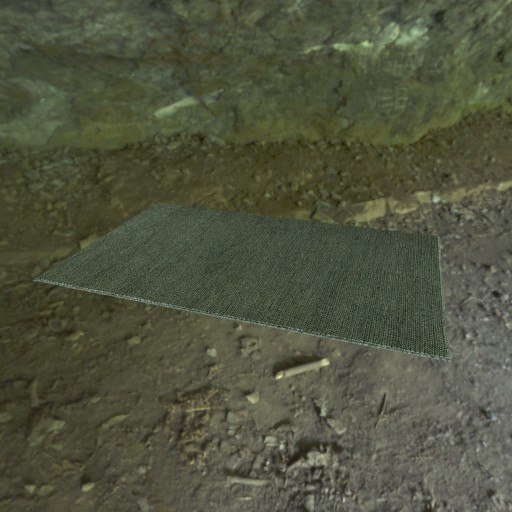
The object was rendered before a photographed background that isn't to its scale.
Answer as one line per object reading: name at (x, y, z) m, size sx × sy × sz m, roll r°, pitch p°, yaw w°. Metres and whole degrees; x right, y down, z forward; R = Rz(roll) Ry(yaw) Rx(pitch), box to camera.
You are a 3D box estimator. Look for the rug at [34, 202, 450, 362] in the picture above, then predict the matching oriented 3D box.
rug at (0.000, 0.000, 3.082) m, size 2.443 × 0.021 × 1.538 m, roll 8°, pitch 27°, yaw 17°
